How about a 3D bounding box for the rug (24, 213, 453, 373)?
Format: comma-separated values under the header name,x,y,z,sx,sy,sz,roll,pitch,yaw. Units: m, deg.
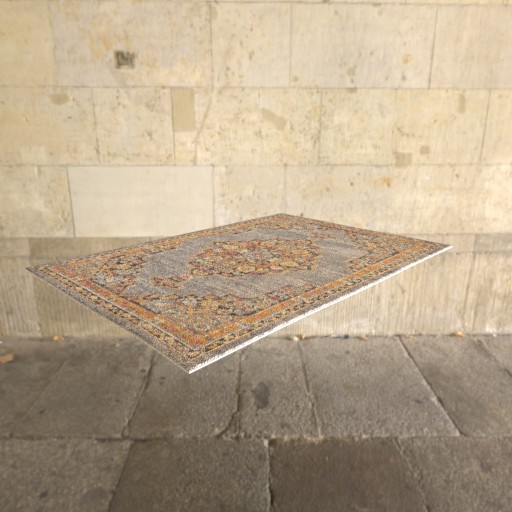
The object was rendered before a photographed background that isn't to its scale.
name,x,y,z,sx,sy,sz,roll,pitch,yaw
rug,0.000,0.000,3.830,2.158,0.024,3.063,16,23,42
